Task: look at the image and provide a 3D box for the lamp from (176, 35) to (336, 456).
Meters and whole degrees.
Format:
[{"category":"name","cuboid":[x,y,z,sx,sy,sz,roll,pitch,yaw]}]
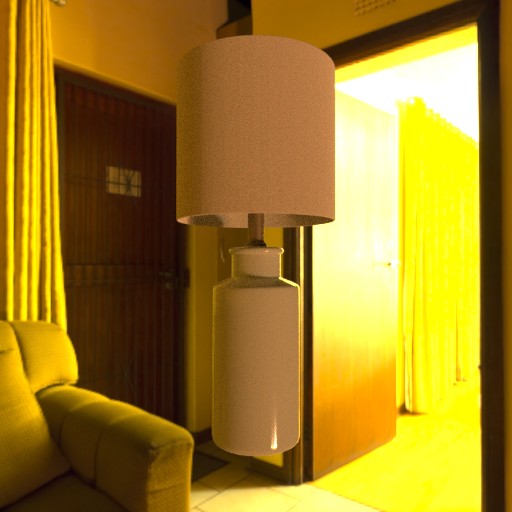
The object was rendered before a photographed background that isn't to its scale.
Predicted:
[{"category":"lamp","cuboid":[0.000,0.000,0.599,0.212,0.493,0.212,0,-1,19]}]
